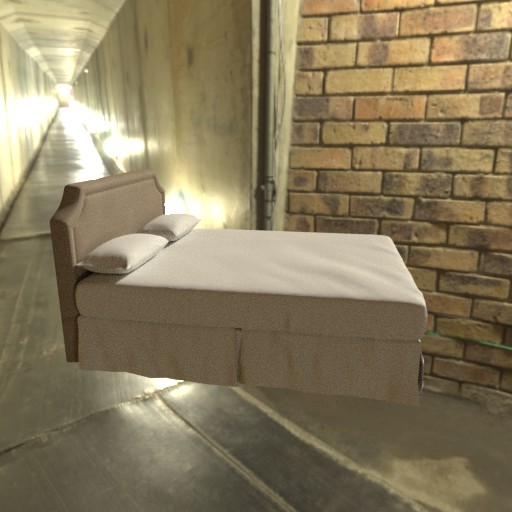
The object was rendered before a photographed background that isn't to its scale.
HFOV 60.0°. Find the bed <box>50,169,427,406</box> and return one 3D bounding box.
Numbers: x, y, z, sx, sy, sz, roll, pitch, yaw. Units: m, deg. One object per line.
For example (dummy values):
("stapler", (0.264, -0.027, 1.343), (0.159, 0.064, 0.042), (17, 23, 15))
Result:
("bed", (0.000, 0.000, 3.698), (2.498, 1.293, 1.977), (3, 16, 9))
